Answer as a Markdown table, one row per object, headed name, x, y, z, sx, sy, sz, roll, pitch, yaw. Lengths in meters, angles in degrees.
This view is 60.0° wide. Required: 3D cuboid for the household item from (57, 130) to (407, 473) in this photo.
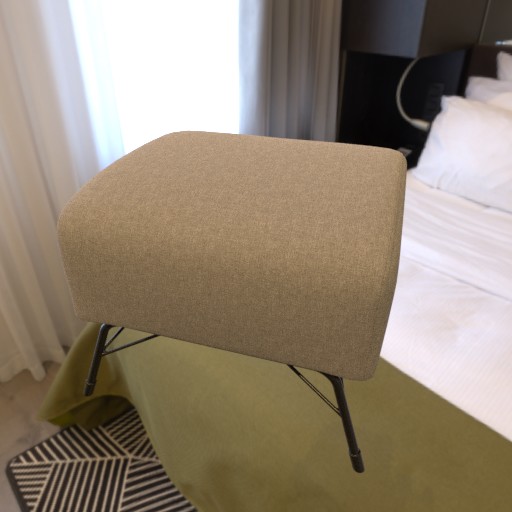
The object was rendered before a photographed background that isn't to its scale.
| name | x | y | z | sx | sy | sz | roll | pitch | yaw |
| --- | --- | --- | --- | --- | --- | --- | --- | --- | --- |
| household item | 0.000 | 0.000 | 0.884 | 0.530 | 0.410 | 0.530 | 9 | 33 | 15 |
